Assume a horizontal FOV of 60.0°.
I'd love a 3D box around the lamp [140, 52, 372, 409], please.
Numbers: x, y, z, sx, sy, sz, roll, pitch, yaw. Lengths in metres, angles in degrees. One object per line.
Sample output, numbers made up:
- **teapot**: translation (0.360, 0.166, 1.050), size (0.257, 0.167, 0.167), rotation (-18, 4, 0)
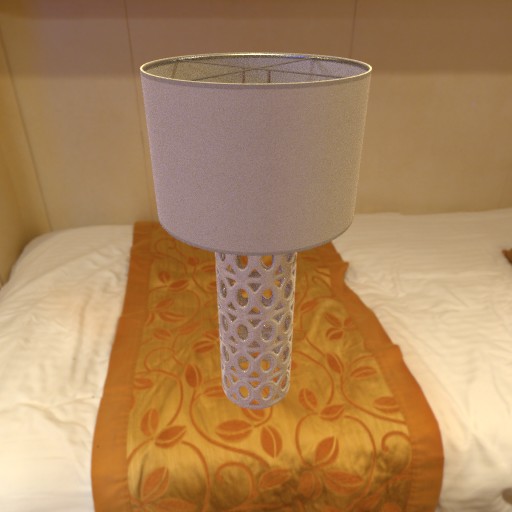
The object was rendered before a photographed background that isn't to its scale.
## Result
- **lamp**: translation (0.000, 0.000, 0.797), size (0.325, 0.636, 0.324), rotation (21, 36, 31)
